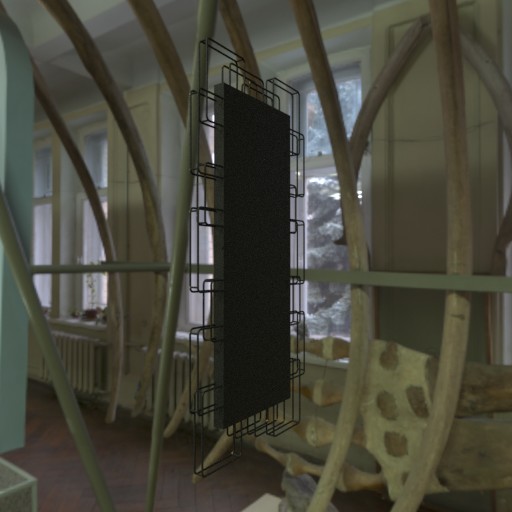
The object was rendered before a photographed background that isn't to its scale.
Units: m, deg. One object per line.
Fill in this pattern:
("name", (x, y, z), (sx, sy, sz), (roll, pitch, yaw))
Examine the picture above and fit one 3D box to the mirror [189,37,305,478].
("mirror", (0.000, 0.000, 1.406), (0.037, 1.192, 0.565), (-1, -1, 36))
